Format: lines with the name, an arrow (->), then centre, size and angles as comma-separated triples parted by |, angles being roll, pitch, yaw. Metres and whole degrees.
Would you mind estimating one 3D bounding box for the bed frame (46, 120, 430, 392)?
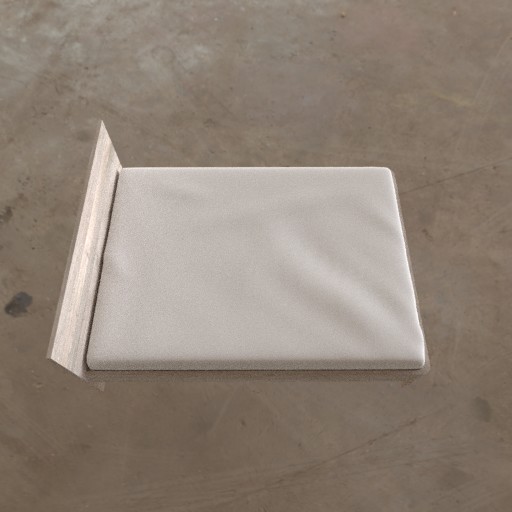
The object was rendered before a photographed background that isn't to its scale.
bed frame -> 0.000, 0.000, 2.754 | 1.950, 0.800, 1.490 | 0, 62, 0
